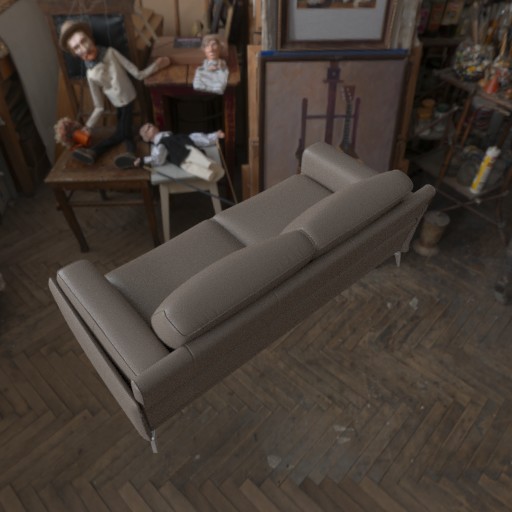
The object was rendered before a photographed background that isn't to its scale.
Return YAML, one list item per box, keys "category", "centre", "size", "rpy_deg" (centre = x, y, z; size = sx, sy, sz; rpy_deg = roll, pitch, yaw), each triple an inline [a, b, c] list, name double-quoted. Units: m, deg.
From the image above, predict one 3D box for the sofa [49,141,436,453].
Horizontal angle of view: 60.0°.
- category: "sofa"
  centre: [0.000, 0.000, 2.611]
  size: [2.101, 0.930, 1.049]
  rpy_deg: [-31, 53, -27]
